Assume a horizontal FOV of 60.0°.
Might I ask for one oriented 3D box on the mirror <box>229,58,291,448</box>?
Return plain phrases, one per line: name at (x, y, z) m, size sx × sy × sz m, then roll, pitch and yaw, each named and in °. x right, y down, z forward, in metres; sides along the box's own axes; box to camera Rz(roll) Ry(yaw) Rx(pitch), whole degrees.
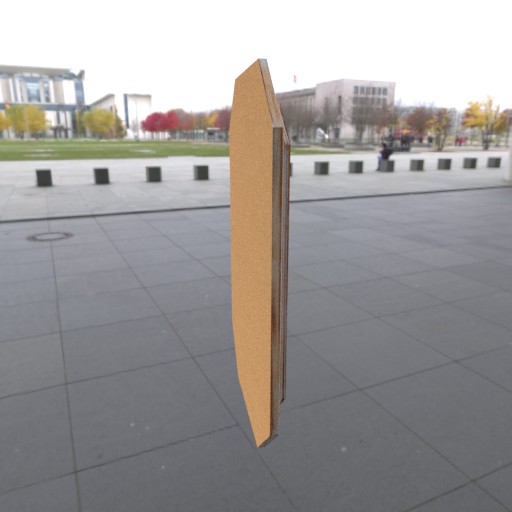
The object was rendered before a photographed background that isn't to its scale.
mirror at (0.000, 0.000, 1.304) m, size 0.061 × 1.015 × 0.709 m, roll -3°, pitch 15°, yaw -10°
